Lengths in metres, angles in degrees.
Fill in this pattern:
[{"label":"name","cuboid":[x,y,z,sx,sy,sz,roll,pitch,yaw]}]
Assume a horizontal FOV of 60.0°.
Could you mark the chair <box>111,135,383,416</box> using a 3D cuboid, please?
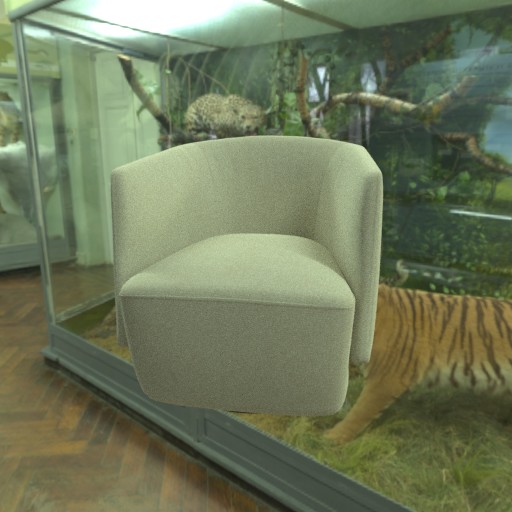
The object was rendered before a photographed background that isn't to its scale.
[{"label":"chair","cuboid":[0.000,0.000,1.610,0.822,0.861,0.986,2,14,8]}]
